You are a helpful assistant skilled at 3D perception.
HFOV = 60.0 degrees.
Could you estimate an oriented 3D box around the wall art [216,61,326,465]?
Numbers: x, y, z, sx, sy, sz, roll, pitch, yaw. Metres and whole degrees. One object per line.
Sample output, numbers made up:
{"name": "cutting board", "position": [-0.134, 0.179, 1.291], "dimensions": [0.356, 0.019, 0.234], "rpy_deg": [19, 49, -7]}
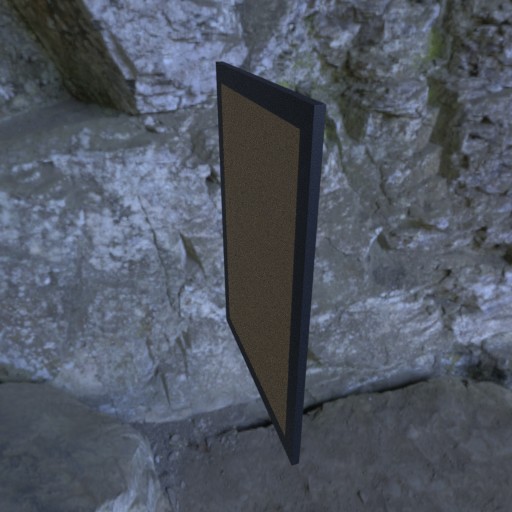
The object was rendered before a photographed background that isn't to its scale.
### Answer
{"name": "wall art", "position": [0.000, 0.000, 0.706], "dimensions": [0.013, 0.534, 0.381], "rpy_deg": [-9, 31, -16]}
